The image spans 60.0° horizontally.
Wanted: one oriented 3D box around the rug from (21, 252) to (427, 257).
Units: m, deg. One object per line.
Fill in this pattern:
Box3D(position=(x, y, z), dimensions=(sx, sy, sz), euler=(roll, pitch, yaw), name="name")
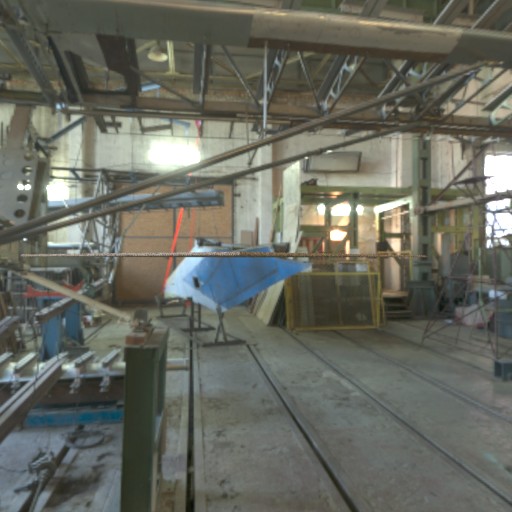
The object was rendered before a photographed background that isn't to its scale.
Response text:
Box3D(position=(0.000, 0.000, 2.898), dimensions=(1.547, 0.013, 2.283), euler=(0, 0, 36), name="rug")
